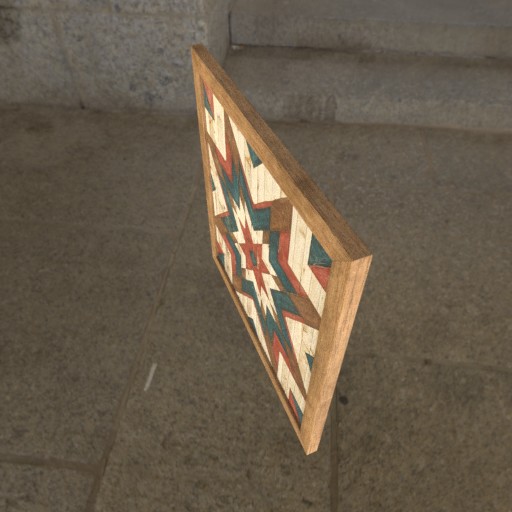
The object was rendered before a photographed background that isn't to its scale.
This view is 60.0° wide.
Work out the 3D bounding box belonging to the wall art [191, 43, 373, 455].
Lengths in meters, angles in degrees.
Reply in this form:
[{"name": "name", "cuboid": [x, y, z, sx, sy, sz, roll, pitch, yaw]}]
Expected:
[{"name": "wall art", "cuboid": [0.000, 0.000, 1.021, 0.029, 0.691, 0.695, -17, 50, -15]}]
